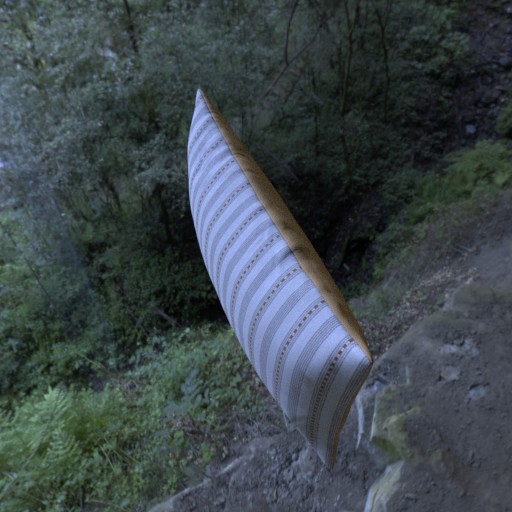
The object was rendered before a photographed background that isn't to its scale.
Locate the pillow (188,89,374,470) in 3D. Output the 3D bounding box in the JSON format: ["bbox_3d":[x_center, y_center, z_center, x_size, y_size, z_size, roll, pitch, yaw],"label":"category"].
[{"bbox_3d":[0.000,0.000,0.723,0.151,0.291,0.608,-16,49,-14],"label":"pillow"}]
